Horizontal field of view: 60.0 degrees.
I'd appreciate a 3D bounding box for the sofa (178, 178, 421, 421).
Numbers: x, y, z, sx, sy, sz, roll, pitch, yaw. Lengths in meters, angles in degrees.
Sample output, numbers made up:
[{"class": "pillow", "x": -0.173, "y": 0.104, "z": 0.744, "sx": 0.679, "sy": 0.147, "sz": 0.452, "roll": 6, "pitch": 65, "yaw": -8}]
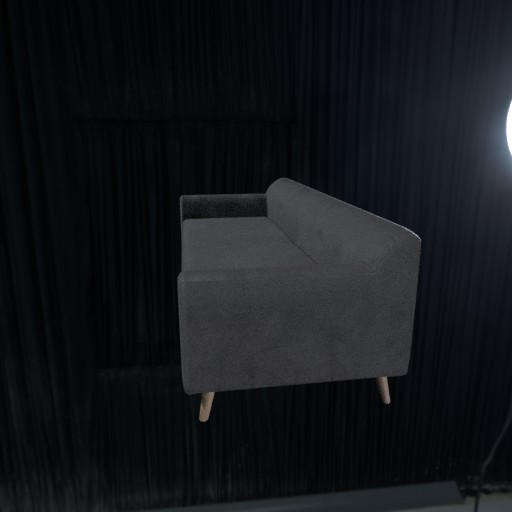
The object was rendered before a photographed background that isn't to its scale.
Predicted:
[{"class": "sofa", "x": 0.000, "y": 0.000, "z": 2.683, "sx": 0.900, "sy": 0.740, "sz": 2.190, "roll": -2, "pitch": 16, "yaw": -9}]
